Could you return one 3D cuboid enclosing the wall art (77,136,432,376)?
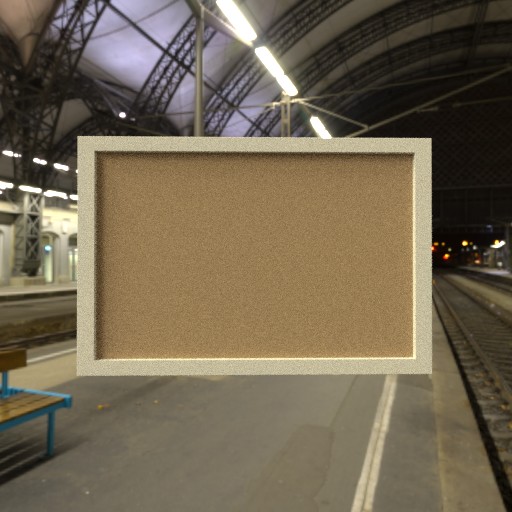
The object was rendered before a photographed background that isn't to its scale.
[{"bbox_3d":[0.000,0.000,1.447,1.144,0.767,0.038,0,0,-1],"label":"wall art"}]
